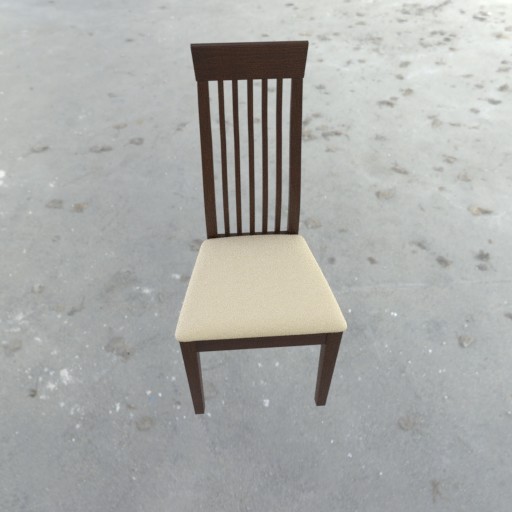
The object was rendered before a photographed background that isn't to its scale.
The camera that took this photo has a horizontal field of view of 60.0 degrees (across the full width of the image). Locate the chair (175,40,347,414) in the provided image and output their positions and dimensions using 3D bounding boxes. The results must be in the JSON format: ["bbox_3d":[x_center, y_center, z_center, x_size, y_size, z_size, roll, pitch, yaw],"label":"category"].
[{"bbox_3d":[0.000,0.000,1.291,0.460,1.027,0.474,-3,46,-3],"label":"chair"}]
